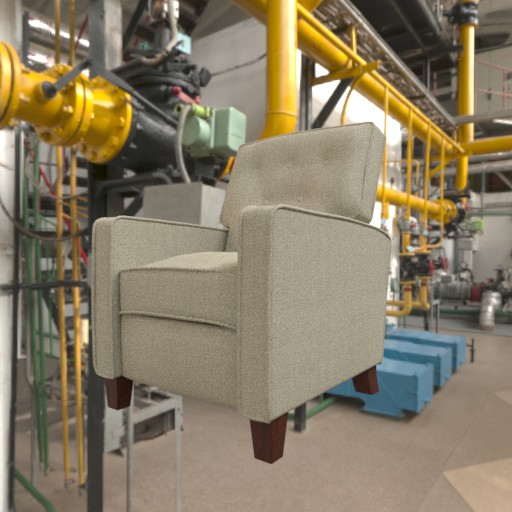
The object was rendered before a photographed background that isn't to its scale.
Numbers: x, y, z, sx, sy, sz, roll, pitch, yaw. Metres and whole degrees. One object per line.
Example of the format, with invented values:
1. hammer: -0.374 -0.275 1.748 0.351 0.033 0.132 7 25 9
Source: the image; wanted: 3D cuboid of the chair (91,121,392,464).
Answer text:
1. chair: 0.000 0.000 1.393 0.648 0.888 0.754 1 1 37
